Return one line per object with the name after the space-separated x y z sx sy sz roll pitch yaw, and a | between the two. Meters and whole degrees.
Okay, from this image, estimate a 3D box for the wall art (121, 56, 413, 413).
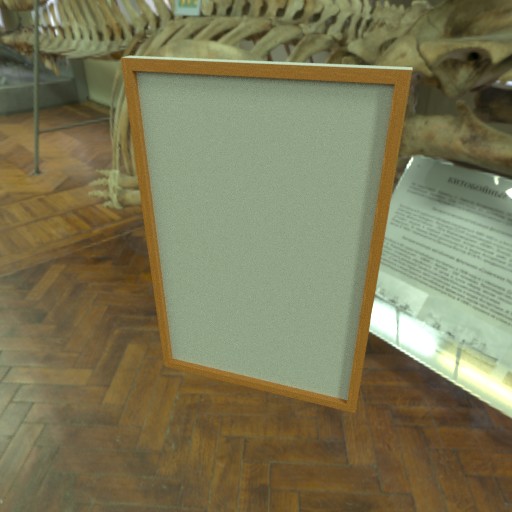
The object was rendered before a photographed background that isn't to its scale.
0.000 0.000 0.752 0.405 0.608 0.025 9 32 15 | wall art
